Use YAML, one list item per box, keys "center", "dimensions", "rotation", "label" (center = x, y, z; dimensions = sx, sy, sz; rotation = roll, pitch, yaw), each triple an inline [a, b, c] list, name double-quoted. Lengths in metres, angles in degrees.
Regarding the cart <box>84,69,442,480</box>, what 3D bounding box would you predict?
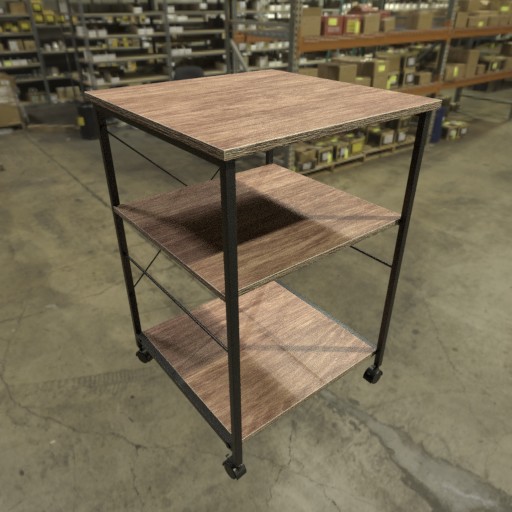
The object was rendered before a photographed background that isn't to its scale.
- center: [0.000, 0.000, 1.100]
  dimensions: [0.521, 0.762, 0.520]
  rotation: [-22, 37, -32]
  label: "cart"
